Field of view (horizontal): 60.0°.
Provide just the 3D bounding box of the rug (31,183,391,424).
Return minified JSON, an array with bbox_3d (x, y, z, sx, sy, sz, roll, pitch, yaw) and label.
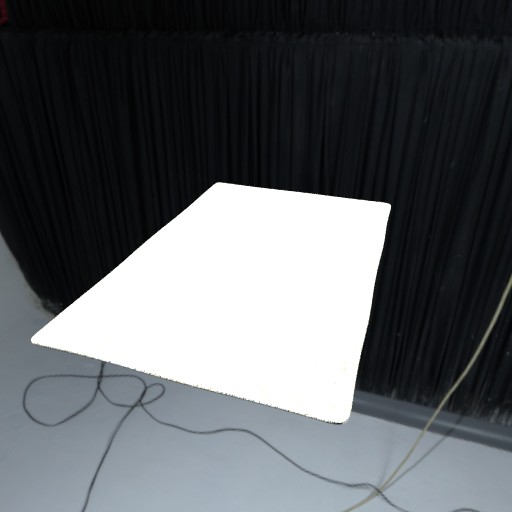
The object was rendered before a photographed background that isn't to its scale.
[{"bbox_3d":[0.000,0.000,3.364,1.798,0.025,2.698,10,31,16],"label":"rug"}]
